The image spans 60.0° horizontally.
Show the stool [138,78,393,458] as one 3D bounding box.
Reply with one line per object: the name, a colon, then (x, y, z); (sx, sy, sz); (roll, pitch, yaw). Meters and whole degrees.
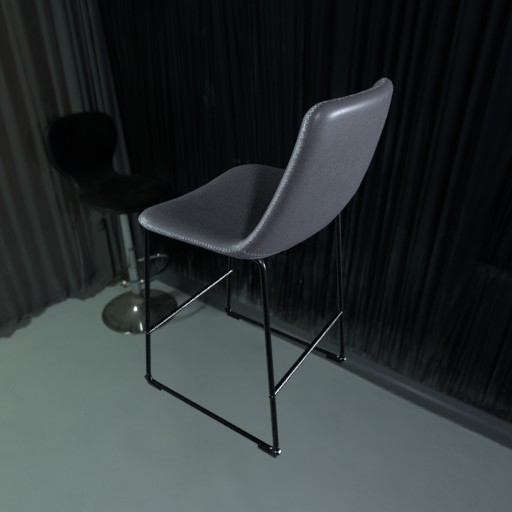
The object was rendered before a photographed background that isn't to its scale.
stool: (0.000, 0.000, 1.155); (0.546, 0.876, 0.470); (19, 35, 29)
